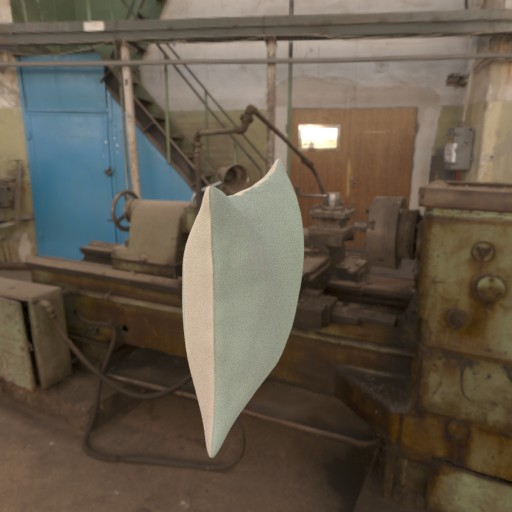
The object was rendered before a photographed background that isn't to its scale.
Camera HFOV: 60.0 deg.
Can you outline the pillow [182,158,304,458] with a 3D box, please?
[{"bbox_3d":[0.000,0.000,0.715,0.151,0.287,0.610,2,15,8],"label":"pillow"}]
